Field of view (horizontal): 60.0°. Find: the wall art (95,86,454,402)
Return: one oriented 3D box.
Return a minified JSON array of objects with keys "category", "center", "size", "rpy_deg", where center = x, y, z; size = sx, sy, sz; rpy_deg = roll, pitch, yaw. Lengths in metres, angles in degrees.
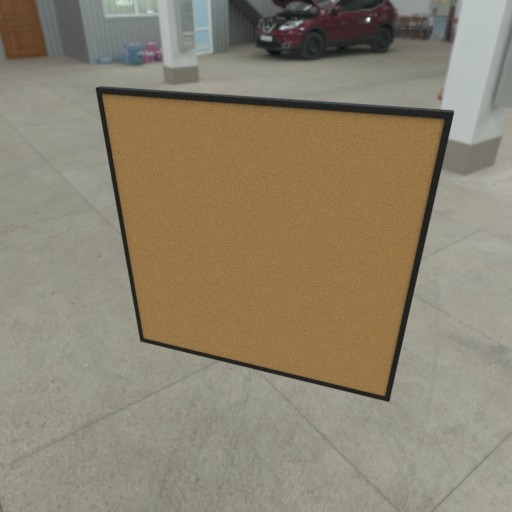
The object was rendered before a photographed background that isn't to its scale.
[{"category":"wall art","center":[0.000,0.000,0.666],"size":[0.458,0.457,0.013],"rpy_deg":[10,32,16]}]
